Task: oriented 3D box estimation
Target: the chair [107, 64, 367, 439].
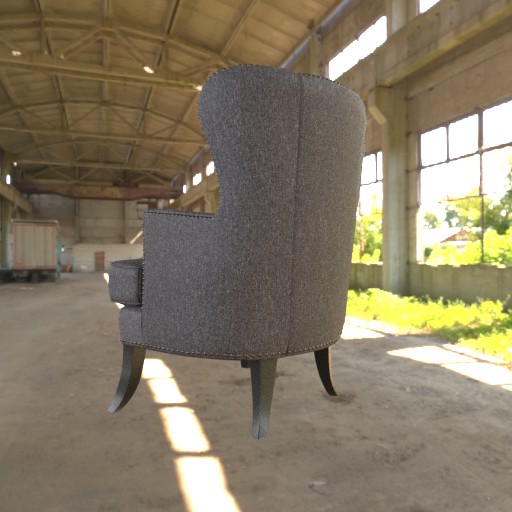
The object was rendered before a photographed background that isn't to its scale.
[{"bbox_3d":[0.000,0.000,1.599,0.758,1.060,0.759,0,0,37],"label":"chair"}]
